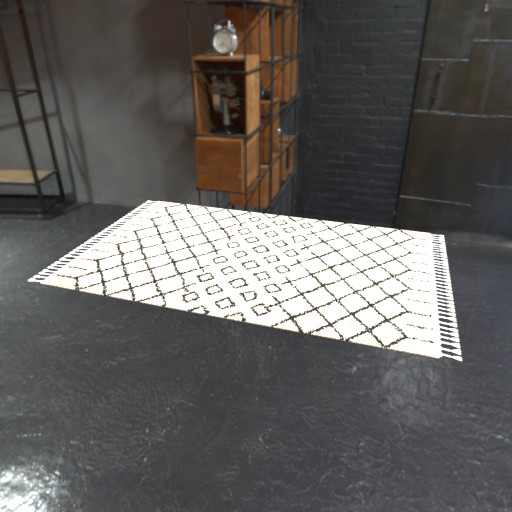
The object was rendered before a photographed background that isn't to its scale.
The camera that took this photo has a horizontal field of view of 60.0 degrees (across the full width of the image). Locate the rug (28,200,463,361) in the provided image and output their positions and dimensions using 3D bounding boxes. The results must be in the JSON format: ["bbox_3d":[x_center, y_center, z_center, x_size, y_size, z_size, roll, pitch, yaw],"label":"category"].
[{"bbox_3d":[0.000,0.000,2.439,2.006,0.008,1.196,8,29,15],"label":"rug"}]
